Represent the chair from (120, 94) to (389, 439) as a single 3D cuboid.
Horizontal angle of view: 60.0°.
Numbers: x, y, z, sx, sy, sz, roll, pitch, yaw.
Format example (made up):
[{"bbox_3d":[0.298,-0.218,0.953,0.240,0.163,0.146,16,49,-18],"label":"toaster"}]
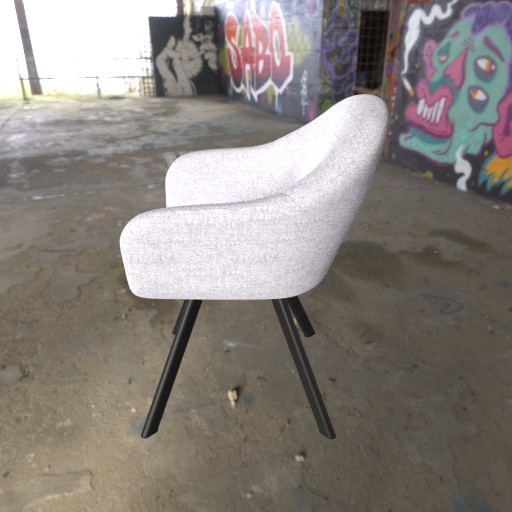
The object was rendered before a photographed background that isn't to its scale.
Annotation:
[{"bbox_3d":[0.000,0.000,1.137,0.570,0.780,0.540,0,25,0],"label":"chair"}]
